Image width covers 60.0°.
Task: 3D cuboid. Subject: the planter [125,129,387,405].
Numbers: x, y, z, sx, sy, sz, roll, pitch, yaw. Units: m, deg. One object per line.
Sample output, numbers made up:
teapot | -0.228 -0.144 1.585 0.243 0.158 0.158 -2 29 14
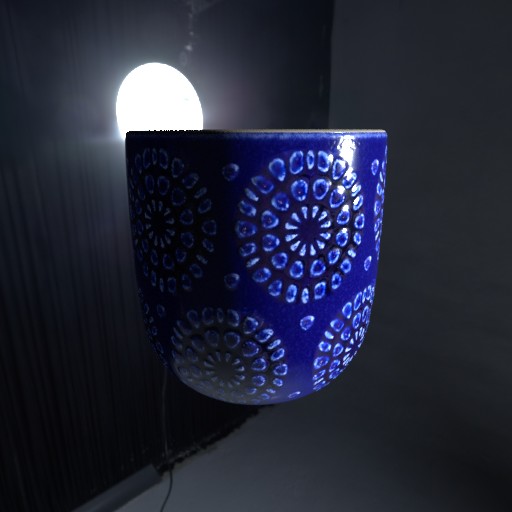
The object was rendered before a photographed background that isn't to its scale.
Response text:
planter | 0.000 0.000 0.204 0.109 0.112 0.109 0 16 0
